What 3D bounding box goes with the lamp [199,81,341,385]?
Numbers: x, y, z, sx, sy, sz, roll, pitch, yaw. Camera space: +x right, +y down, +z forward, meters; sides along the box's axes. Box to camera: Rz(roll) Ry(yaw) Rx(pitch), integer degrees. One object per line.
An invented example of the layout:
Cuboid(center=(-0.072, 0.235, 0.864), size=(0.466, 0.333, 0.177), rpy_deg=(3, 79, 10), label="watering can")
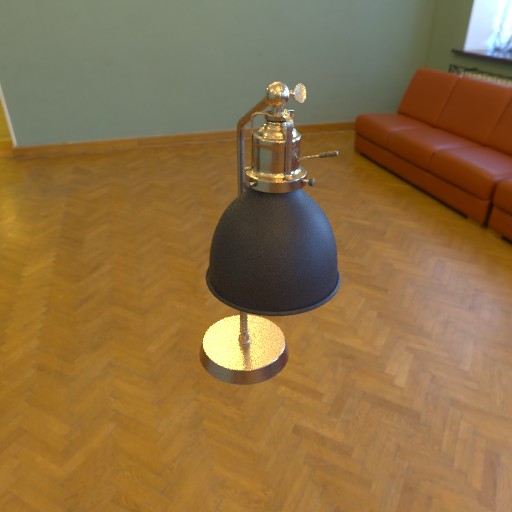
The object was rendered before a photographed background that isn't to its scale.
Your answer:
Cuboid(center=(0.000, 0.000, 0.588), size=(0.160, 0.456, 0.291), rpy_deg=(-9, 32, -15), label="lamp")
